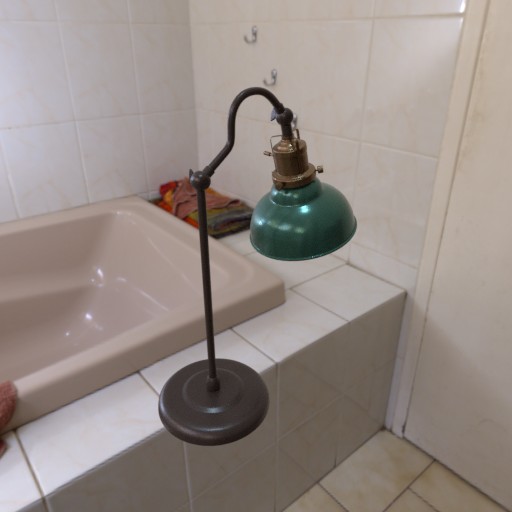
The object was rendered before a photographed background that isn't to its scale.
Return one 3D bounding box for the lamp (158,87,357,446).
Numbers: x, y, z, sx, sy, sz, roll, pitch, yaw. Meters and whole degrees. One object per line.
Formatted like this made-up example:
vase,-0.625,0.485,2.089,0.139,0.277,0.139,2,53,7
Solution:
lamp,0.000,0.000,0.709,0.374,0.508,0.192,-19,32,-33
